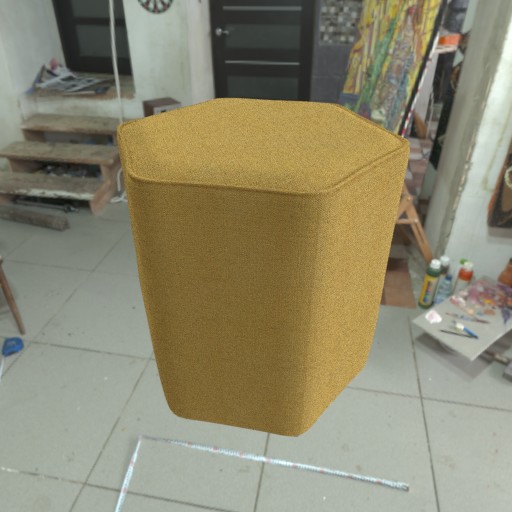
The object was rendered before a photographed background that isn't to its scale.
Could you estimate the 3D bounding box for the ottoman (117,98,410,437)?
[{"bbox_3d":[0.000,0.000,0.858,0.443,0.502,0.494,-11,35,-16],"label":"ottoman"}]
